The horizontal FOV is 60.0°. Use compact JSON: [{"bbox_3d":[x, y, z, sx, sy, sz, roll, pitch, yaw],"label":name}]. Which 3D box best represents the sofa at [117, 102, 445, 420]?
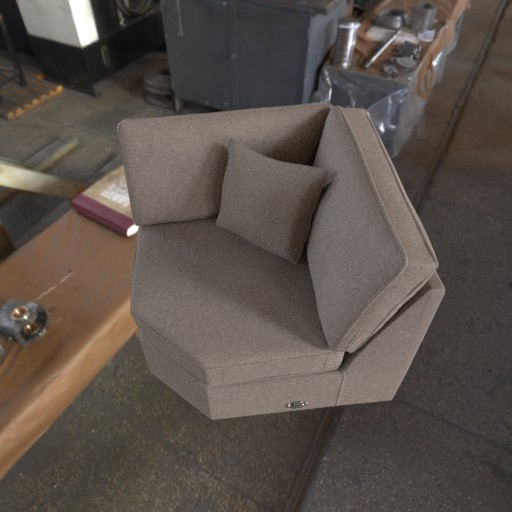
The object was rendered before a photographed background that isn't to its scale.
[{"bbox_3d":[0.000,0.000,1.854,1.050,0.951,1.042,-4,46,-4],"label":"sofa"}]
